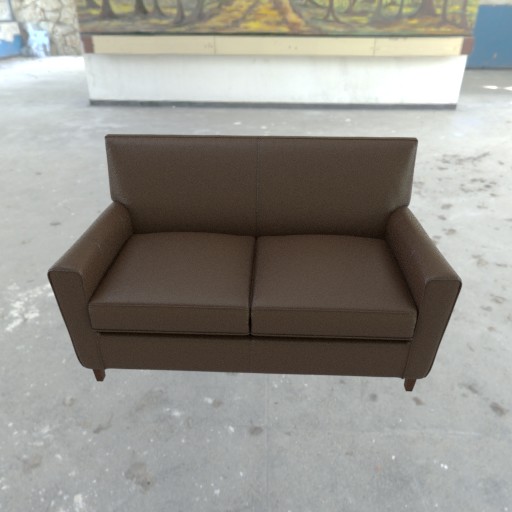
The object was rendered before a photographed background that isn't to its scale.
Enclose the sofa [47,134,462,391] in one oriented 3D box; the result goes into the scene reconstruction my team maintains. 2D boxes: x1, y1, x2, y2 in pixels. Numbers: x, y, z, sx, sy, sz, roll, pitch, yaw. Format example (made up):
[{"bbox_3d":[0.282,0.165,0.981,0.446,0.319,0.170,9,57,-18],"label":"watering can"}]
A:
[{"bbox_3d":[0.000,0.000,1.960,1.468,0.859,0.853,1,30,2],"label":"sofa"}]
